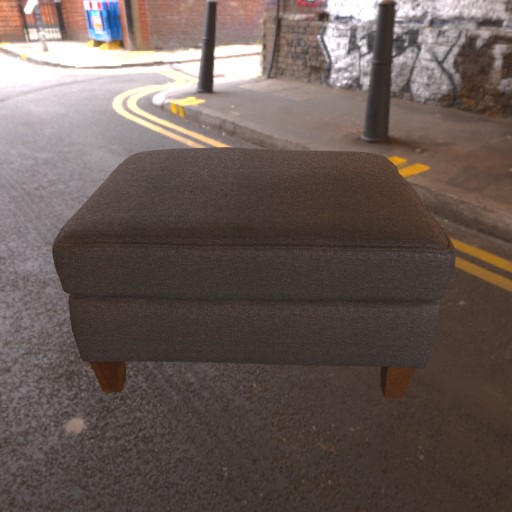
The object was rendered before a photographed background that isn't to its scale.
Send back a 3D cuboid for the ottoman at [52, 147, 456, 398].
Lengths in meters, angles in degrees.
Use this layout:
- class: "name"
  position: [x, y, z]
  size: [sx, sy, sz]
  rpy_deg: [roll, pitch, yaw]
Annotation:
- class: "ottoman"
  position: [0.000, 0.000, 1.224]
  size: [0.826, 0.496, 0.639]
  rpy_deg: [1, 30, 1]
